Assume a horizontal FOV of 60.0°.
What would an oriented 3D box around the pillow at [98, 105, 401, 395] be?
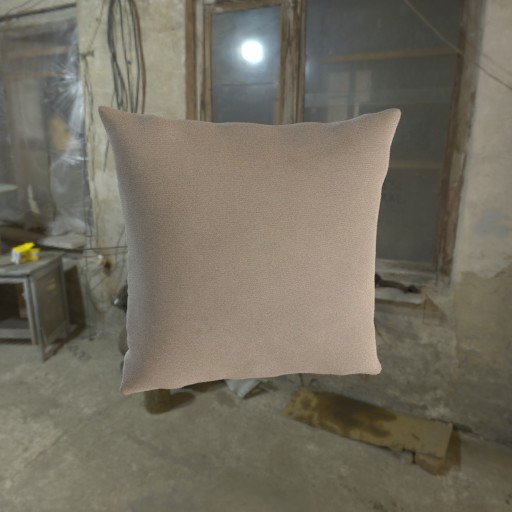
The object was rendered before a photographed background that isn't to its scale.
[{"bbox_3d":[0.000,0.000,0.678,0.433,0.434,0.196,-2,14,-8],"label":"pillow"}]
